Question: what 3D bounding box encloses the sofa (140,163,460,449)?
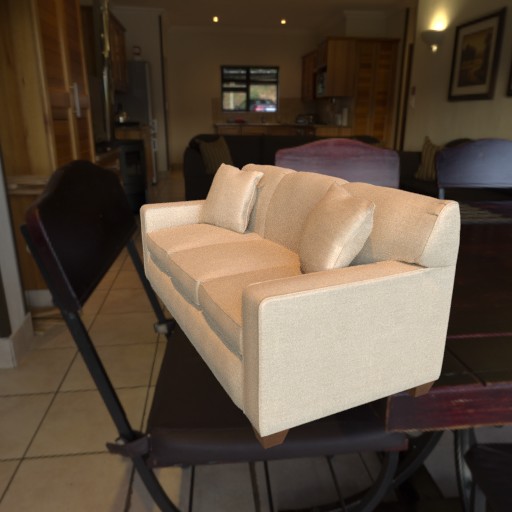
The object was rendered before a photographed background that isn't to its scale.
[{"bbox_3d":[0.000,0.000,2.618,0.997,0.958,2.024,-8,19,-24],"label":"sofa"}]
